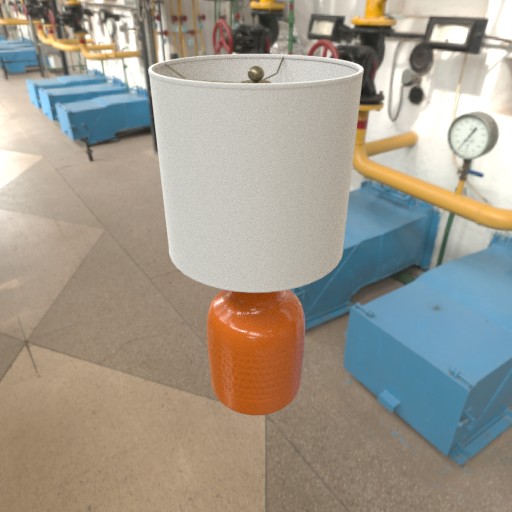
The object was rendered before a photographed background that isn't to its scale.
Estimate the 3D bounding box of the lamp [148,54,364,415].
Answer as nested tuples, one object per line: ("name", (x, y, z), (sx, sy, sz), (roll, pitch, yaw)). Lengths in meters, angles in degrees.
("lamp", (0.000, 0.000, 1.097), (0.418, 0.871, 0.418), (-18, 35, -28))
